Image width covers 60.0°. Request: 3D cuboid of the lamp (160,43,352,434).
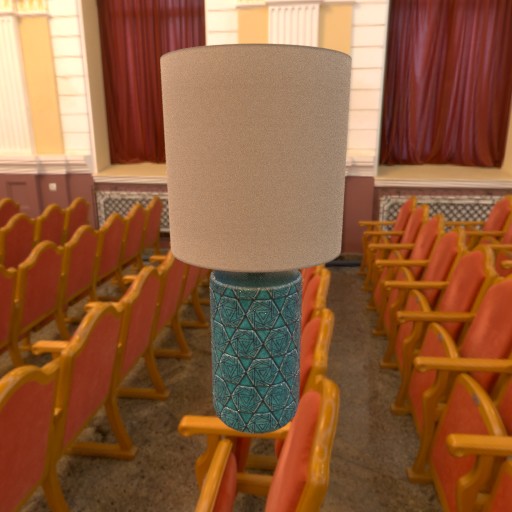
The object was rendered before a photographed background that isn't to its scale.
[{"bbox_3d":[0.000,0.000,0.737,0.278,0.597,0.278,2,16,8],"label":"lamp"}]
